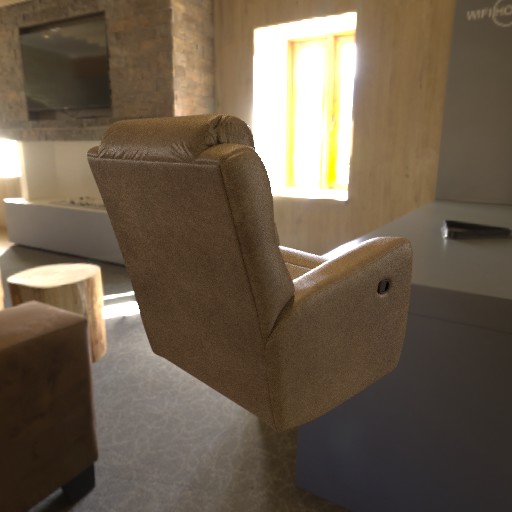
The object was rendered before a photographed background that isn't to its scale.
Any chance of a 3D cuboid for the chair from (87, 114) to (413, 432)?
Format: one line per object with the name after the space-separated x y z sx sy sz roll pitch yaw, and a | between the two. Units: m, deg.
0.000 0.000 1.912 1.068 1.116 0.965 -13 19 -42 | chair
